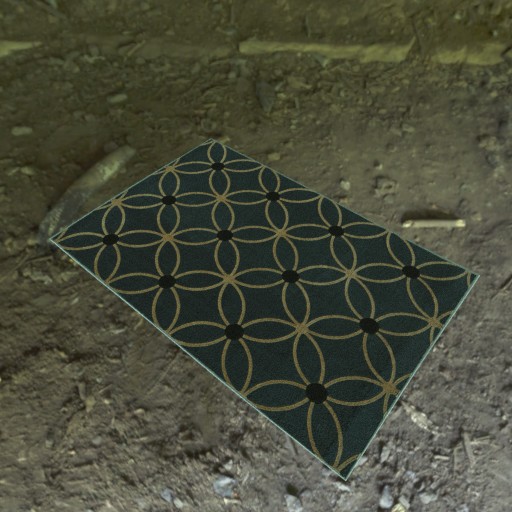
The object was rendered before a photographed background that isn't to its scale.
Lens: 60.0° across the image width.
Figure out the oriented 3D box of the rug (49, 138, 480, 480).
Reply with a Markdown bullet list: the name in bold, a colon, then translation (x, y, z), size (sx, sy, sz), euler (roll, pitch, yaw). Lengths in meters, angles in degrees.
- **rug**: translation (0.000, 0.000, 2.797), size (2.284, 0.008, 1.522), euler (32, 56, 25)
